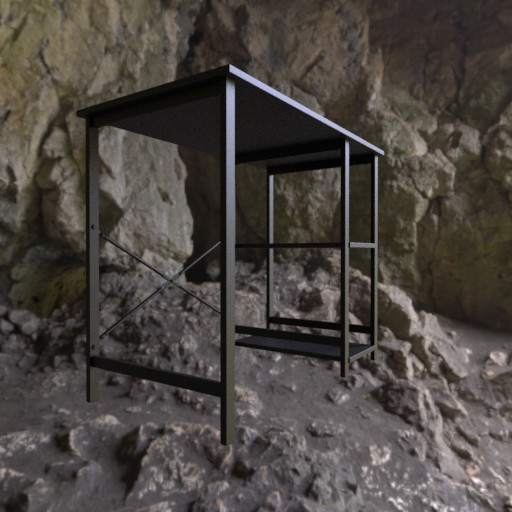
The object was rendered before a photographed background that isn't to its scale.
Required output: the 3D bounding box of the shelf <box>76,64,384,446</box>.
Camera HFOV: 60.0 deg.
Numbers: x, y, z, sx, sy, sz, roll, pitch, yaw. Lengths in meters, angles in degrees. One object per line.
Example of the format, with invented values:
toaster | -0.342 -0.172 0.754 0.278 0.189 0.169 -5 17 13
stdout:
shelf | 0.000 0.000 1.368 0.498 0.749 0.902 0 1 35
